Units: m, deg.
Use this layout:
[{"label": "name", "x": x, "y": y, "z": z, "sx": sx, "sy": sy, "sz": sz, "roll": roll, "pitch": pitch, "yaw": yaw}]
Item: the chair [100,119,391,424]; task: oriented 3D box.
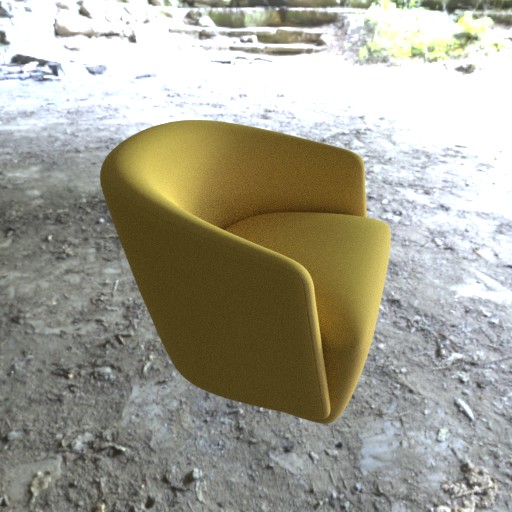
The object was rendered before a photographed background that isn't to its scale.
[{"label": "chair", "x": 0.000, "y": 0.000, "z": 1.352, "sx": 0.767, "sy": 0.698, "sz": 0.773, "roll": 11, "pitch": 33, "yaw": 17}]
